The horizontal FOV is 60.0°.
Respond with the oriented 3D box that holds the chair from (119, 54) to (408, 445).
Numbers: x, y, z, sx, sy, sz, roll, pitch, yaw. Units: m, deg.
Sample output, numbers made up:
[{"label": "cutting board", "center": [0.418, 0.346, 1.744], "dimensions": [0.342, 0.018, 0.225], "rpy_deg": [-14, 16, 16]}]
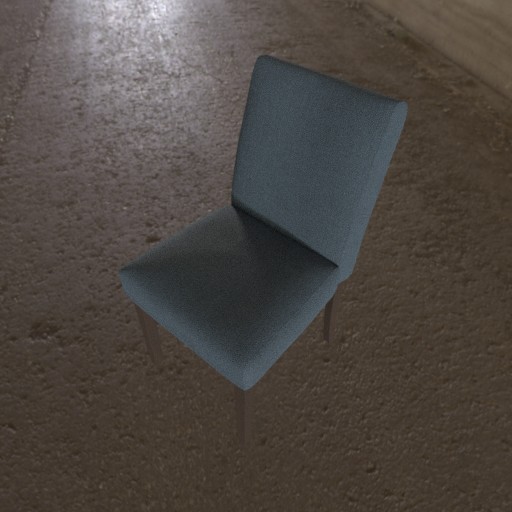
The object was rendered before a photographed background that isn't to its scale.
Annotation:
[{"label": "chair", "center": [0.000, 0.000, 1.283], "dimensions": [0.487, 0.882, 0.629], "rpy_deg": [32, 54, 27]}]
